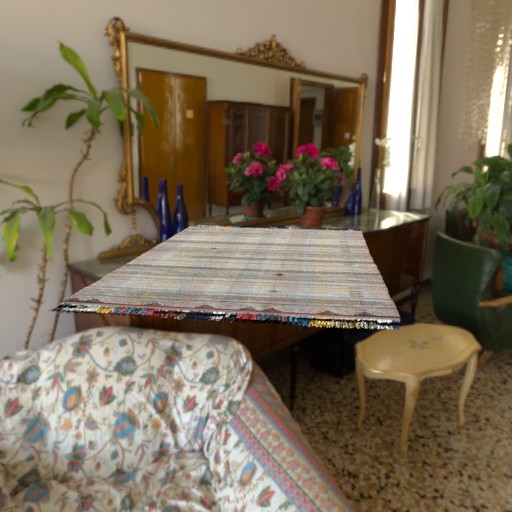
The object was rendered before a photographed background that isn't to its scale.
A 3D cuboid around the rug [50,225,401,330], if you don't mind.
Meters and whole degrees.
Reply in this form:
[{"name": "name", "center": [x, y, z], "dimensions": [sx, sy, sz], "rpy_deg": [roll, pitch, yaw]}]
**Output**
[{"name": "rug", "center": [0.000, 0.000, 2.321], "dimensions": [1.217, 0.012, 1.848], "rpy_deg": [2, 14, 8]}]
